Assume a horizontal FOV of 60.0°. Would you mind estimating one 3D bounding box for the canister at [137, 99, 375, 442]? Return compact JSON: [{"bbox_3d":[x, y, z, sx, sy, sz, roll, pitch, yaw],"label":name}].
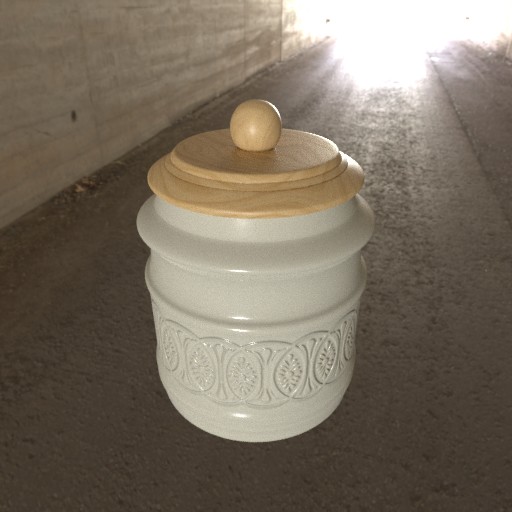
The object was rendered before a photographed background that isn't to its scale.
[{"bbox_3d":[0.000,0.000,0.262,0.130,0.176,0.130,0,30,0],"label":"canister"}]
